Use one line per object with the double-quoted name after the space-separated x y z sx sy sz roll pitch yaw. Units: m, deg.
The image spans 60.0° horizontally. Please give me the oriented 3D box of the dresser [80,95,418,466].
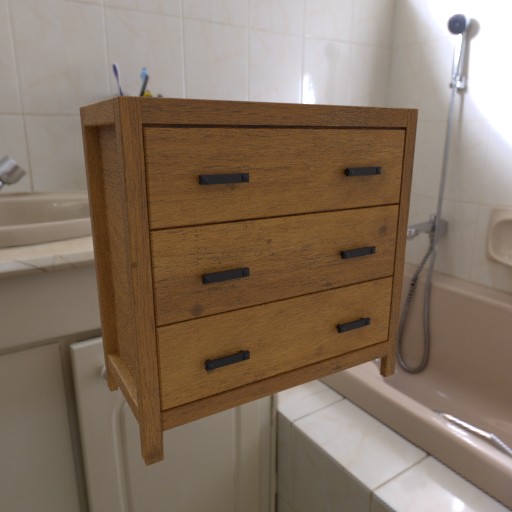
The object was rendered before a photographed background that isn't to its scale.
0.000 0.000 1.264 0.804 0.804 0.427 -9 17 -29 "dresser"
